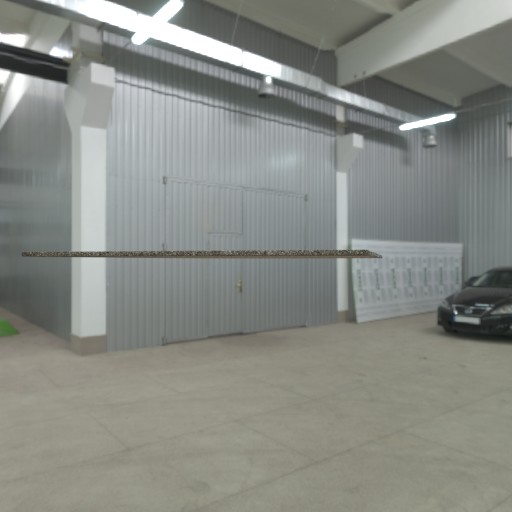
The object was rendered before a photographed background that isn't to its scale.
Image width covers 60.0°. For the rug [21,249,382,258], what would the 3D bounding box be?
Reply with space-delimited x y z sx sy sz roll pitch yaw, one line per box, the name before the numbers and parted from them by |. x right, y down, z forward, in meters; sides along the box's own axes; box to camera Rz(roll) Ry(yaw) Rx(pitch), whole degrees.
rug | 0.000 0.000 3.387 1.802 0.026 2.699 0 -1 17
